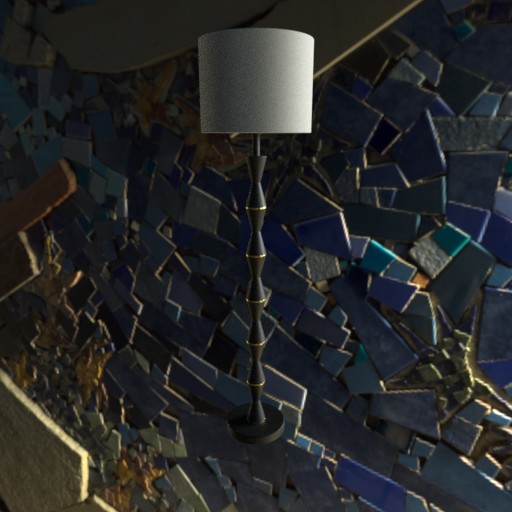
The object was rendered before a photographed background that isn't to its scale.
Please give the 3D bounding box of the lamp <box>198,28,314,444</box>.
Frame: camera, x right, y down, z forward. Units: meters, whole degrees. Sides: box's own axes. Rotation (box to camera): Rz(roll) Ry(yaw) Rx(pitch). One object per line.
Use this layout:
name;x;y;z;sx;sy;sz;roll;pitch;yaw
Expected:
lamp;0.000;0.000;1.666;0.381;1.480;0.381;15;21;42
